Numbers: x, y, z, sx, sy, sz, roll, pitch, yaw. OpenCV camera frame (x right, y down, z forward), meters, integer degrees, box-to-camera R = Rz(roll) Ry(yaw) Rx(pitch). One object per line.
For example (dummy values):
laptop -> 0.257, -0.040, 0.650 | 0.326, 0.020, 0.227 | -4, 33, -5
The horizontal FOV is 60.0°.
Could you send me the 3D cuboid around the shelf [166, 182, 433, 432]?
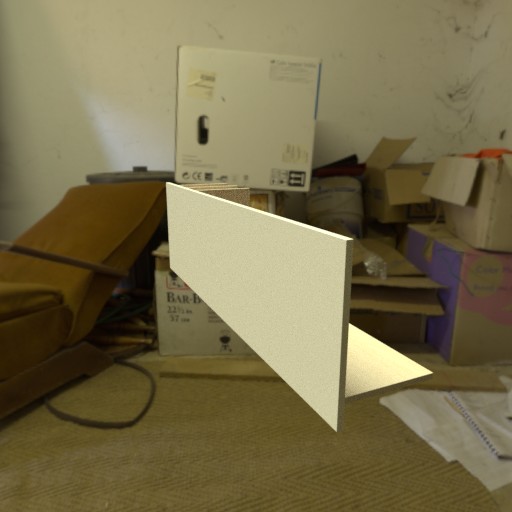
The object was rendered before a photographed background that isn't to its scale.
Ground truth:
shelf -> 0.000, 0.000, 1.128 | 0.200, 0.300, 1.020 | -6, 16, -24
